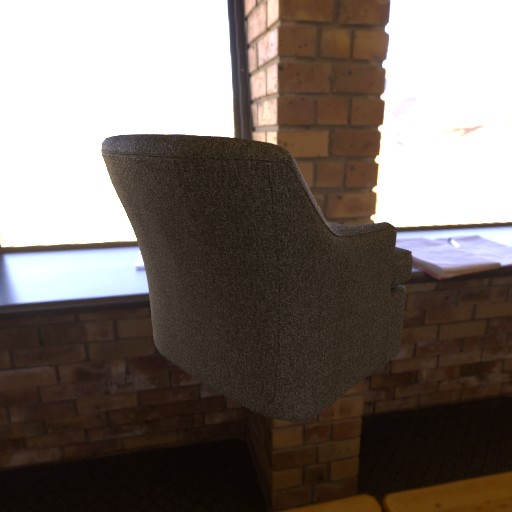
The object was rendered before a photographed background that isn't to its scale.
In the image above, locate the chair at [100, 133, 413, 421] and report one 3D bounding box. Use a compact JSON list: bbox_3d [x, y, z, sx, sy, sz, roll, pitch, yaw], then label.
[{"bbox_3d":[0.000,0.000,1.602,0.923,0.856,0.864,-15,21,-42],"label":"chair"}]
